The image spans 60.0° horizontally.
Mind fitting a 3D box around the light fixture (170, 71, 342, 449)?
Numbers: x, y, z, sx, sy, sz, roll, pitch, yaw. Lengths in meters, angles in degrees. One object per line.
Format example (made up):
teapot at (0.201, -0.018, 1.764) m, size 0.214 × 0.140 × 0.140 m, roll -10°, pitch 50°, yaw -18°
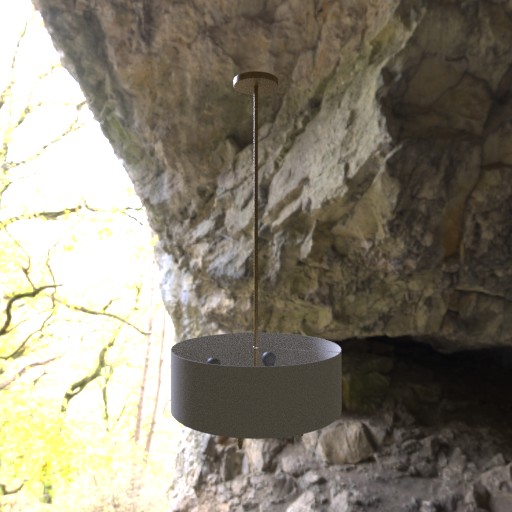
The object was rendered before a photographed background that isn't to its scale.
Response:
light fixture at (0.000, 0.000, 1.344) m, size 0.508 × 1.067 × 0.508 m, roll 0°, pitch 0°, yaw 0°
